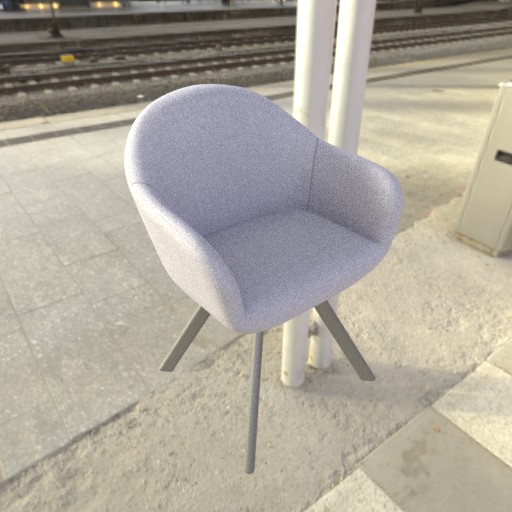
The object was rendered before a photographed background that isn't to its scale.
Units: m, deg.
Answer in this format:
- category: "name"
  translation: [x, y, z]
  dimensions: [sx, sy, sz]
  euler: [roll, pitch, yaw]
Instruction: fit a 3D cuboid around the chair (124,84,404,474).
- category: "chair"
  translation: [0.000, 0.000, 1.177]
  dimensions: [0.590, 0.795, 0.550]
  euler: [-23, 38, -32]
